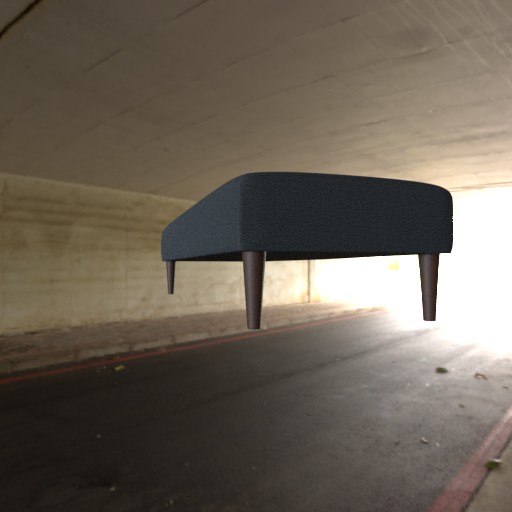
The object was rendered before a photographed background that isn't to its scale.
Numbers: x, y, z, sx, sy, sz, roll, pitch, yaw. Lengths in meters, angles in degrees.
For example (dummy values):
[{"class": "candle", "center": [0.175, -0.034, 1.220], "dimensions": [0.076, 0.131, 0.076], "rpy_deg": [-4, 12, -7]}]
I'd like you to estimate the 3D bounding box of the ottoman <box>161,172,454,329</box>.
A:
[{"class": "ottoman", "center": [0.000, 0.000, 1.865], "dimensions": [0.646, 0.393, 1.609], "rpy_deg": [1, -2, -18]}]
